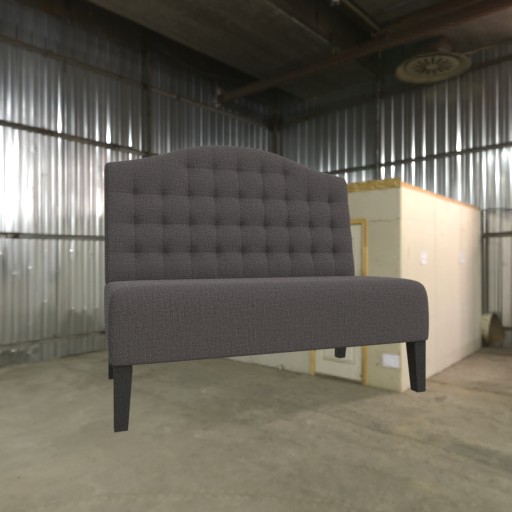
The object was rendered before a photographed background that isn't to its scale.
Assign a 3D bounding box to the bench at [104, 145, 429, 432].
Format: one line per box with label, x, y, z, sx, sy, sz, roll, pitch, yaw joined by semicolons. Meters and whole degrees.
bench;0.000;0.000;2.070;1.335;1.180;0.815;0;0;-20
